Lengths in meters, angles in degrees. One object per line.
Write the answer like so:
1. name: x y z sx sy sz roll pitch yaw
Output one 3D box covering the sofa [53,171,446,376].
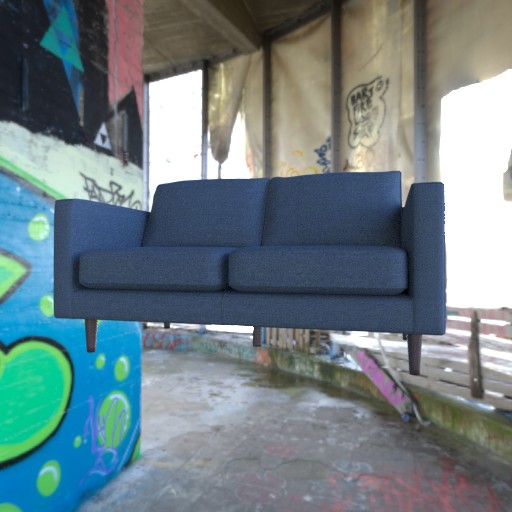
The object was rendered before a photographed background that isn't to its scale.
1. sofa: 0.000 0.000 2.220 1.659 0.907 0.999 0 0 16
